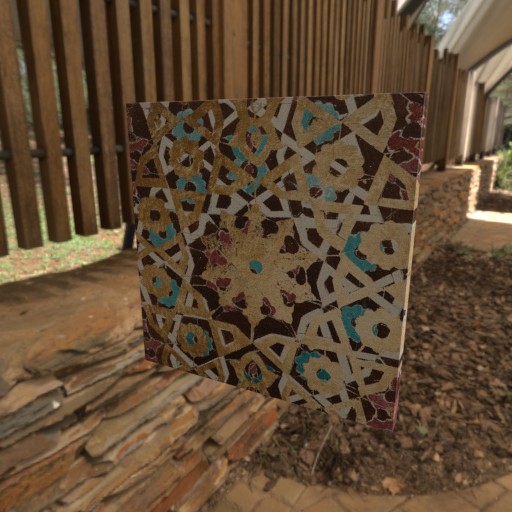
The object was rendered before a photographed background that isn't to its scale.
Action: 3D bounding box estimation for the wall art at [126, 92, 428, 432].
[{"bbox_3d":[0.000,0.000,0.918,0.609,0.613,0.041,8,17,26],"label":"wall art"}]
